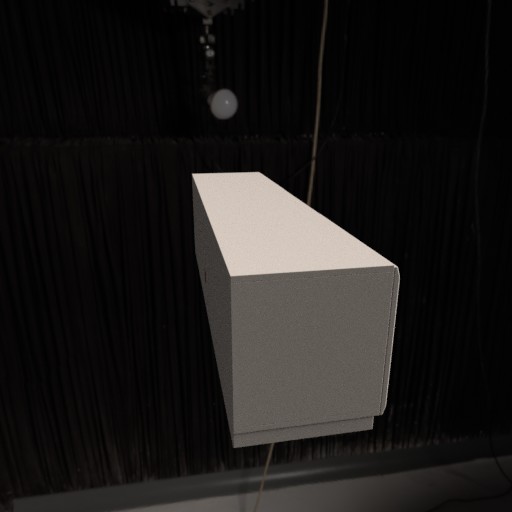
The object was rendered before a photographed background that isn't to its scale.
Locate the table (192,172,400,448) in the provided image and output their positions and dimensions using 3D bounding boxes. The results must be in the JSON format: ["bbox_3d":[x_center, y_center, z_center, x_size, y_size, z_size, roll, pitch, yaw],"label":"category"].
[{"bbox_3d":[0.000,0.000,1.733,0.400,0.440,1.550,-3,19,-10],"label":"table"}]
